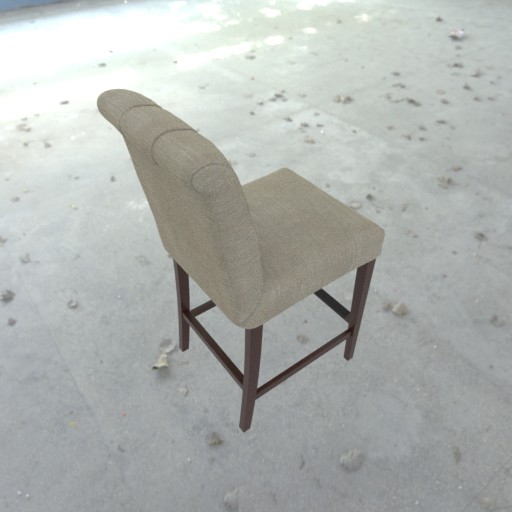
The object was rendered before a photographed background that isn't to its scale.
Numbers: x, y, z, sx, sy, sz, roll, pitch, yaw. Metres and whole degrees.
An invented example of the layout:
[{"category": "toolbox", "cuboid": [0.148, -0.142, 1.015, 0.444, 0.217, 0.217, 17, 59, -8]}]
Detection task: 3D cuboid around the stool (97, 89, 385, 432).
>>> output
[{"category": "stool", "cuboid": [0.000, 0.000, 1.429, 0.660, 1.084, 0.486, -26, 47, -27]}]
